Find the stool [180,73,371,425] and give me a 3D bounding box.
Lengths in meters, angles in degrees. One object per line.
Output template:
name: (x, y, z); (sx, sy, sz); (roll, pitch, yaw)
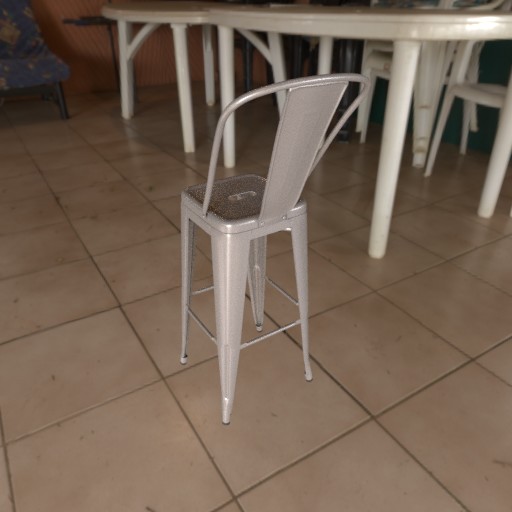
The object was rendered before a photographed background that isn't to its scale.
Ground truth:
stool: (0.000, 0.000, 1.354); (0.399, 1.096, 0.513); (-18, 35, -28)
